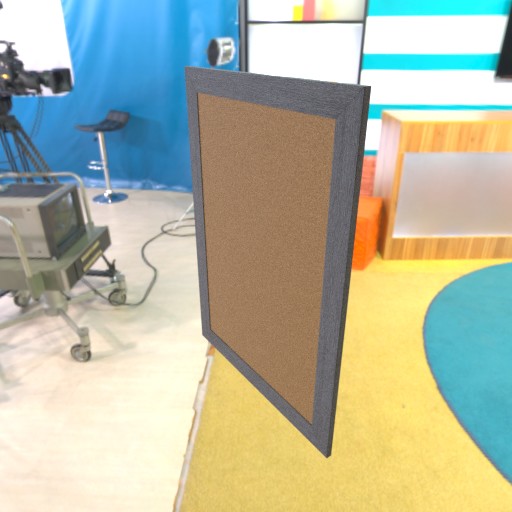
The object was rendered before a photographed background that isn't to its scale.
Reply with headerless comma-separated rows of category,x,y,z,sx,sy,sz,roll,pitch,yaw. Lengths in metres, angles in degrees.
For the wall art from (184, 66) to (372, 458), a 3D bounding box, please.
wall art,0.000,0.000,1.403,0.020,1.070,0.768,-18,32,-32
